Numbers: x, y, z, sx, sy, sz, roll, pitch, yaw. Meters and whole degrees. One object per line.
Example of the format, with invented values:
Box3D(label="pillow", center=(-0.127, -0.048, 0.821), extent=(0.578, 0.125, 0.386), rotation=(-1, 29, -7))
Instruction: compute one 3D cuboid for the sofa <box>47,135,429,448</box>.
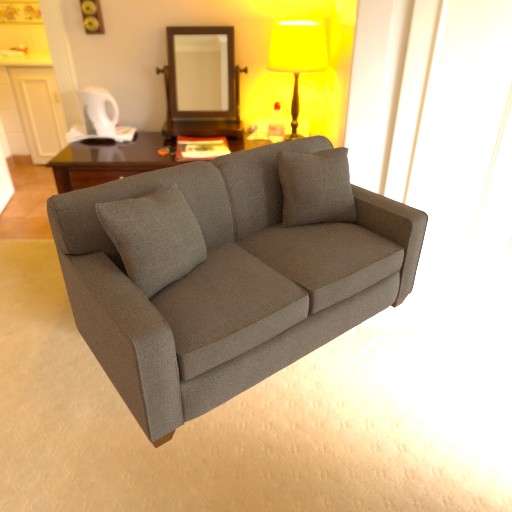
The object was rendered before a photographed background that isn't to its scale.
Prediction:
Box3D(label="sofa", center=(0.000, 0.000, 2.483), extent=(1.846, 0.958, 1.000), rotation=(-21, 36, -32))
